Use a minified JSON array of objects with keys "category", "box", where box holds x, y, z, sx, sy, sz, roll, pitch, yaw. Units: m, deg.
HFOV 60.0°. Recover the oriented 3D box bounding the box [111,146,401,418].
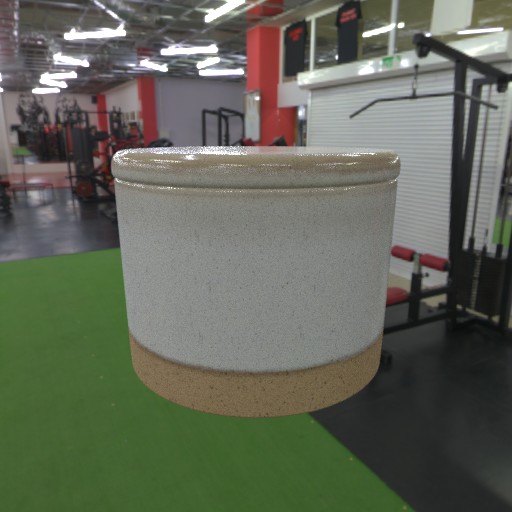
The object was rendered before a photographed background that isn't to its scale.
[{"category":"box","box":[0.000,0.000,0.261,0.154,0.123,0.154,0,15,0]}]
